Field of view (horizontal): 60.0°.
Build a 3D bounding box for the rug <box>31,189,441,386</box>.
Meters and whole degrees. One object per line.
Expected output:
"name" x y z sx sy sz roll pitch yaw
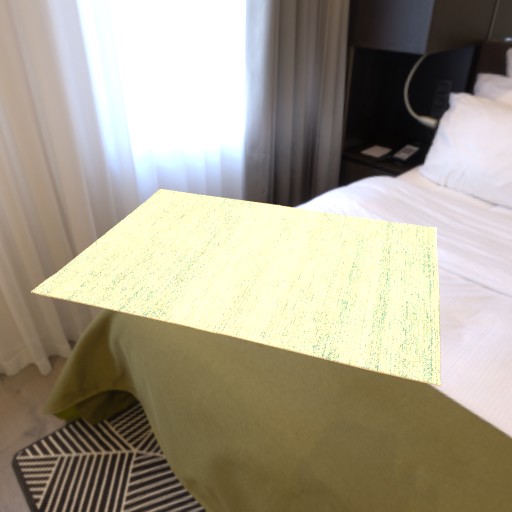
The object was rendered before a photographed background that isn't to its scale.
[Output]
"rug" 0.000 0.000 2.955 2.305 0.029 1.593 10 33 16
